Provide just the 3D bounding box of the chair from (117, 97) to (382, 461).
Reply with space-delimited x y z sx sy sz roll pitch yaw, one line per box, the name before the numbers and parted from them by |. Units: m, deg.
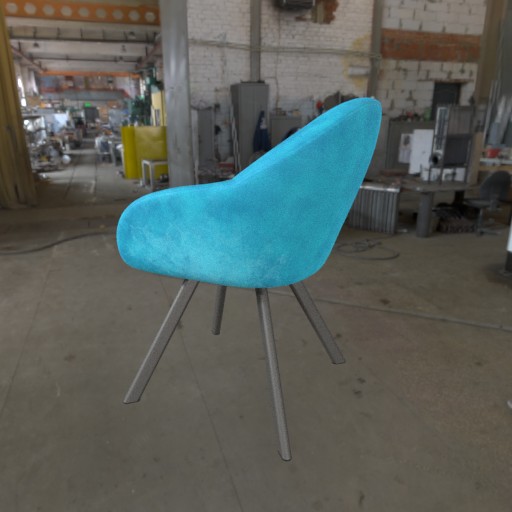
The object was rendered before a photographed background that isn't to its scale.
chair | 0.000 0.000 1.190 0.590 0.795 0.550 9 20 25
